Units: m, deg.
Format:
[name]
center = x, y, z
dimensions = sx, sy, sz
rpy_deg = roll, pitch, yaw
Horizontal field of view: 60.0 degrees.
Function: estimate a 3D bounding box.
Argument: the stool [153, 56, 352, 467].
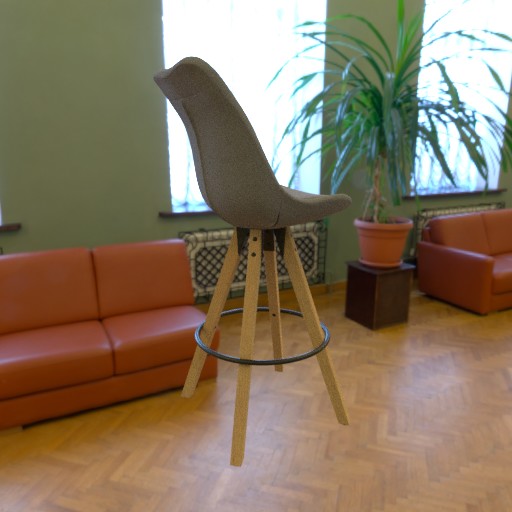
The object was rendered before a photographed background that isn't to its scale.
[stool]
center = 0.000, 0.000, 1.429
dimensions = 0.550, 1.115, 0.485
rpy_deg = -7, 16, -28
